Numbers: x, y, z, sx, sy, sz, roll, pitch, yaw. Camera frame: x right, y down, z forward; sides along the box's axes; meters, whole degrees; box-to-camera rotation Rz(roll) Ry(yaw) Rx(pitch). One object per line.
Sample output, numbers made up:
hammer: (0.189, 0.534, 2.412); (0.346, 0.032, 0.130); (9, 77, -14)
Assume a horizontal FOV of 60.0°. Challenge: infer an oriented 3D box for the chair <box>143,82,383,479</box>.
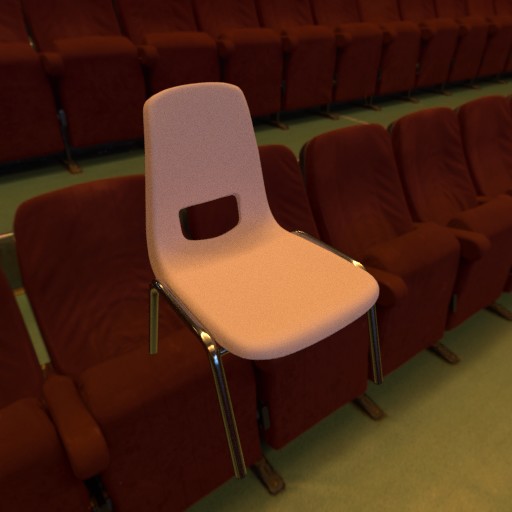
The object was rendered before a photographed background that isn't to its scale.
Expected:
chair: (0.000, 0.000, 0.795); (0.354, 0.537, 0.385); (-21, 36, -31)
